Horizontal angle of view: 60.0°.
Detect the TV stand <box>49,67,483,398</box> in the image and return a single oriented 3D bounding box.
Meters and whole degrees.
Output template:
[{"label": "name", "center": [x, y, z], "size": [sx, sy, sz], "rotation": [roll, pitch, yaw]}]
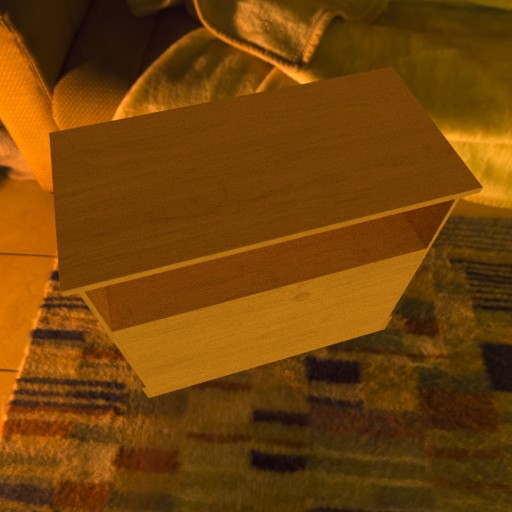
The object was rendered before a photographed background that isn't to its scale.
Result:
[{"label": "TV stand", "center": [0.000, 0.000, 1.291], "size": [0.851, 0.787, 0.430], "rotation": [-14, 59, -9]}]
